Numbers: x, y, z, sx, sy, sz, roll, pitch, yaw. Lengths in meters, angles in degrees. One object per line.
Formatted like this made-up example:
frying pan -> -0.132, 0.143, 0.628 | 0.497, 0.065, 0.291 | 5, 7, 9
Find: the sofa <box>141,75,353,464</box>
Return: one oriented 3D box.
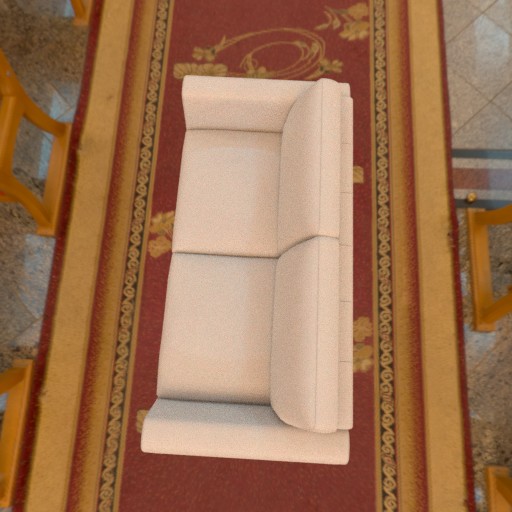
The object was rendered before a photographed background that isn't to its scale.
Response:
sofa -> 0.000, 0.000, 2.423 | 0.953, 0.875, 2.017 | 3, 75, 1
